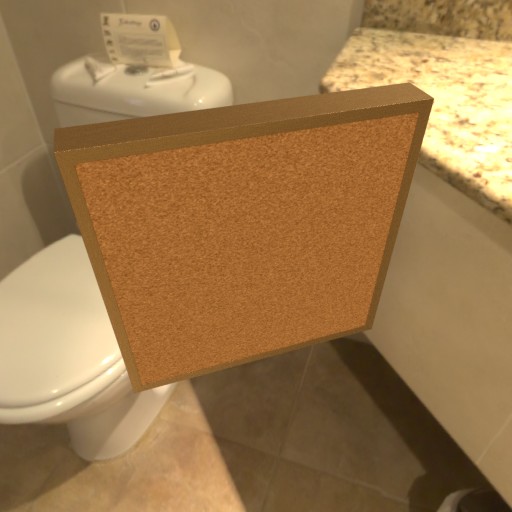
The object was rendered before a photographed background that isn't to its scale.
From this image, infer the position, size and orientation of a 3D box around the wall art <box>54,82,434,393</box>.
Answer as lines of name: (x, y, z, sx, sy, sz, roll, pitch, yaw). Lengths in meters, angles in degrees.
wall art: (0.000, 0.000, 0.453, 0.304, 0.305, 0.038, -12, 43, -13)
